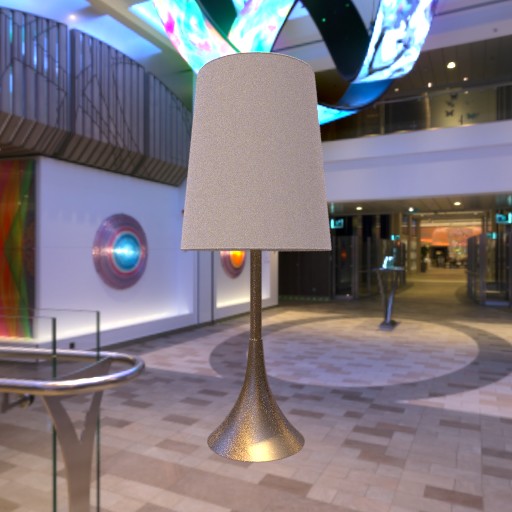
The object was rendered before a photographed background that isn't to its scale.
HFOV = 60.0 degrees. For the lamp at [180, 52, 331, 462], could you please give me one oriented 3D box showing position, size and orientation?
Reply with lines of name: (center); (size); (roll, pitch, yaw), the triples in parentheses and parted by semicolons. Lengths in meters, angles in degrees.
lamp: (0.000, 0.000, 0.686); (0.231, 0.569, 0.231); (0, 0, 0)
